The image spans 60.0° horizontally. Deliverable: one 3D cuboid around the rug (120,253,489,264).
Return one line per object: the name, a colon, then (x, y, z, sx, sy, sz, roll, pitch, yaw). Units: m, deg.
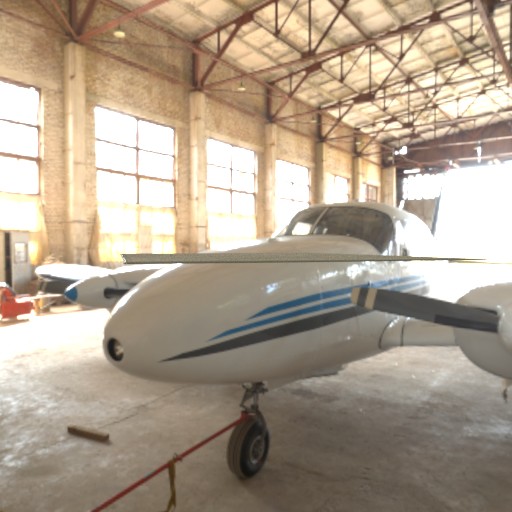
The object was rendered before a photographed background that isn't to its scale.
rug: (0.000, 0.000, 4.052, 2.363, 0.012, 2.980, 0, 1, -17)
